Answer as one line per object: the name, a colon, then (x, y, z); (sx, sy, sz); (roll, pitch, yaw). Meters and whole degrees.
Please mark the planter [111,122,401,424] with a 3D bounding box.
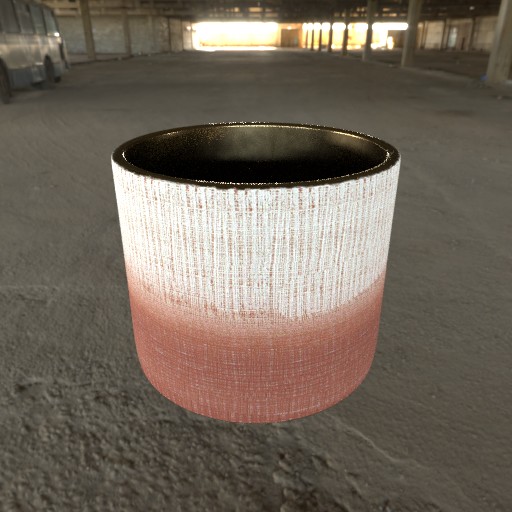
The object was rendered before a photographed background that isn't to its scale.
planter: (0.000, 0.000, 0.445); (0.254, 0.221, 0.254); (0, 26, 0)
